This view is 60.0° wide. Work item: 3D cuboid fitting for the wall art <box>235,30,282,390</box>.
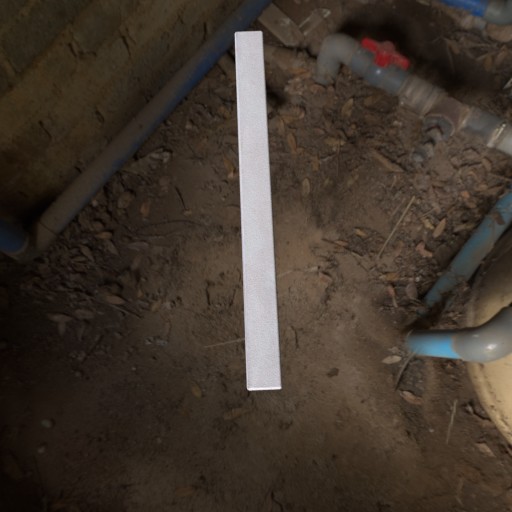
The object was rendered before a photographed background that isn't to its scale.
[{"bbox_3d":[0.000,0.000,0.822,0.038,0.609,0.456,-2,75,-1],"label":"wall art"}]
